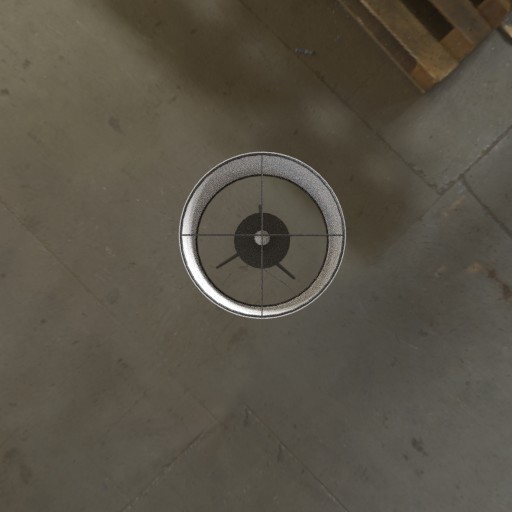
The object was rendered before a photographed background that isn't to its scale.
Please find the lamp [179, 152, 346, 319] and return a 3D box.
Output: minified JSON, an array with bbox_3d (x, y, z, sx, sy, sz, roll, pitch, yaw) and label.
[{"bbox_3d":[0.000,0.000,1.951,0.522,1.624,0.667,0,89,1],"label":"lamp"}]
